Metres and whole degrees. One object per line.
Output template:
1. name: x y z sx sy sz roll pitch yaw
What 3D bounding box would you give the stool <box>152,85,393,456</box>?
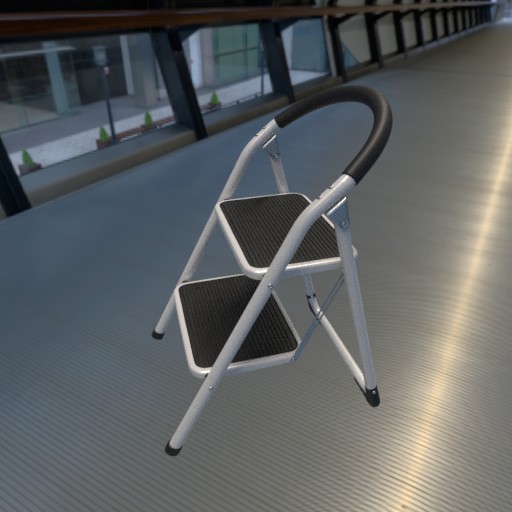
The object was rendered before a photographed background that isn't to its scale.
1. stool: 0.000 0.000 1.086 0.559 0.760 0.453 -8 32 -13
